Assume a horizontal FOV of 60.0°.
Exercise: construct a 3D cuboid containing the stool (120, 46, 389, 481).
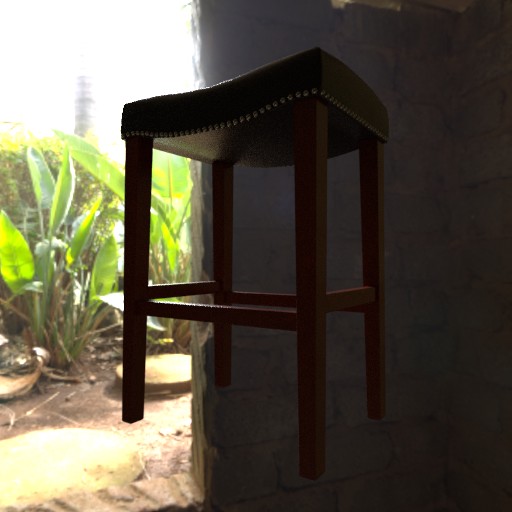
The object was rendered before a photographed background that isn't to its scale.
[{"bbox_3d":[0.000,0.000,1.010,0.504,0.742,0.372,0,0,34],"label":"stool"}]
